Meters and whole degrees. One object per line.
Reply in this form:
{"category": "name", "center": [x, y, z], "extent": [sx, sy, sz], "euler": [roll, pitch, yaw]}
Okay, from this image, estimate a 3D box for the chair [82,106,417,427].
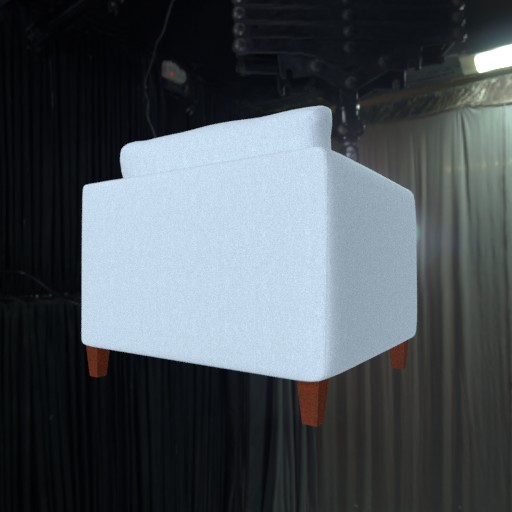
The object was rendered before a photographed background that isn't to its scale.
{"category": "chair", "center": [0.000, 0.000, 1.854], "extent": [1.107, 0.961, 0.953], "euler": [-1, -2, 34]}
